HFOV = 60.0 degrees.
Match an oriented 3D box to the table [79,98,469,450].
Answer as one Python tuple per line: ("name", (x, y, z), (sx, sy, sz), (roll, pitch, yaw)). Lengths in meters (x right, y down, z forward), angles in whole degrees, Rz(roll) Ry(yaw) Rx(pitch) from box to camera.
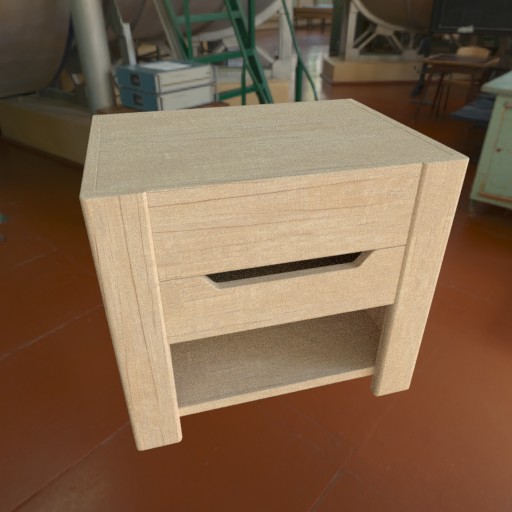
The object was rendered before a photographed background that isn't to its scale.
("table", (0.000, 0.000, 0.920), (0.570, 0.510, 0.420), (-8, 33, -13))
